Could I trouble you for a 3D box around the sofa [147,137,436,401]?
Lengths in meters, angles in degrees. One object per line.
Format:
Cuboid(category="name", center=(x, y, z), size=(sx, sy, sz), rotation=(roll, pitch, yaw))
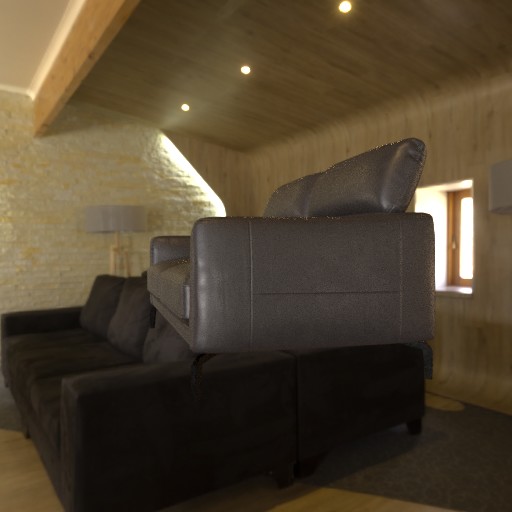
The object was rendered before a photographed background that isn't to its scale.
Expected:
Cuboid(category="sofa", center=(0.000, 0.000, 2.206), size=(0.958, 0.920, 1.596), rotation=(0, 0, -18))
